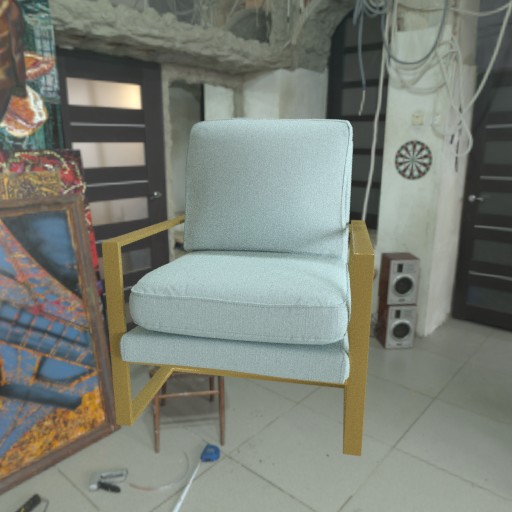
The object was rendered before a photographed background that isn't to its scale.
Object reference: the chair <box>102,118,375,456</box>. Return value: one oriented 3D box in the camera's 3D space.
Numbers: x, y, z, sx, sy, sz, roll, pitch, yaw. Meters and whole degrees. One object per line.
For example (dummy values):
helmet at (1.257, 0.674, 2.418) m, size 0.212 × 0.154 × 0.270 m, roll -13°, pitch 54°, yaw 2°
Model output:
chair at (0.000, 0.000, 1.561) m, size 0.758 × 0.956 × 0.813 m, roll 3°, pitch 15°, yaw 11°
